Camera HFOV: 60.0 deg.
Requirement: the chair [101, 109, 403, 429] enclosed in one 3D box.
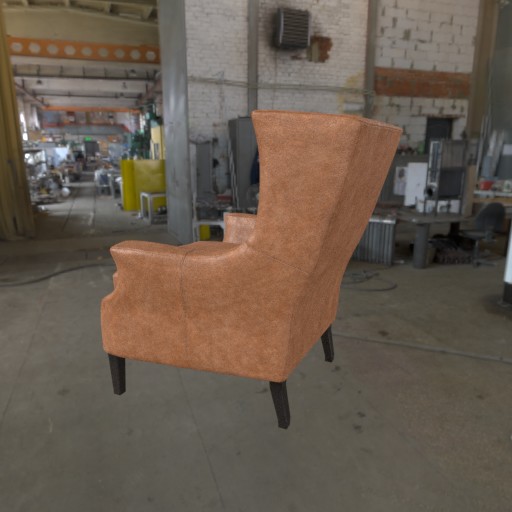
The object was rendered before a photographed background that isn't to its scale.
[{"bbox_3d":[0.000,0.000,1.705,0.926,1.016,0.853,7,15,25],"label":"chair"}]
